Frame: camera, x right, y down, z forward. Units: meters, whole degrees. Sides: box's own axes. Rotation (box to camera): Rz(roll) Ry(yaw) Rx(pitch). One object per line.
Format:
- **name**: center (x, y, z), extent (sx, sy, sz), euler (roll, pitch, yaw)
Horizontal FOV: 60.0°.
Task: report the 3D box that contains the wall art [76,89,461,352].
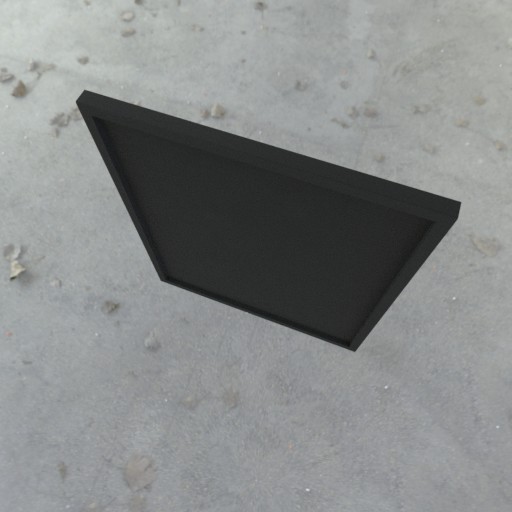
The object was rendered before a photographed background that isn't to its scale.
- **wall art**: center (0.000, 0.000, 0.699), extent (0.432, 0.508, 0.021), euler (19, 65, 9)
